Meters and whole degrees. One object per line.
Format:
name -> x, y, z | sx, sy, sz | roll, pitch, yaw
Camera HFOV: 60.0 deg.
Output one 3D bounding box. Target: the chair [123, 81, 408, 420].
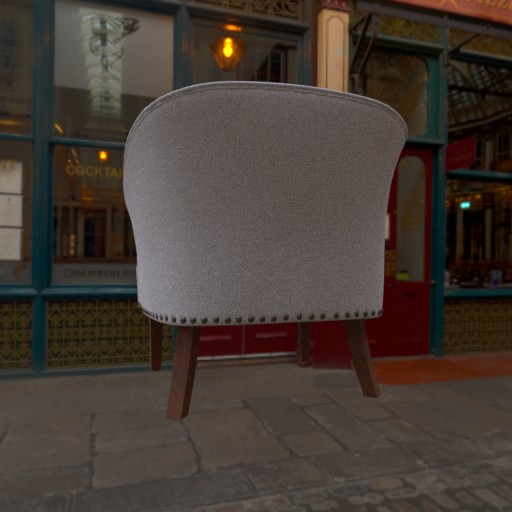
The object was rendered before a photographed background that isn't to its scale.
chair -> 0.000, 0.000, 1.386 | 0.798, 0.815, 0.704 | 0, -1, -18
